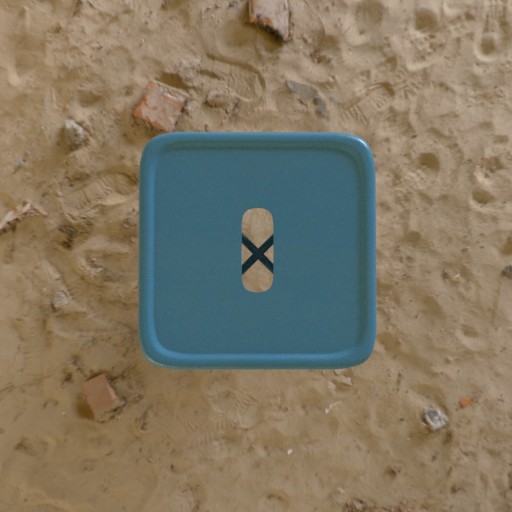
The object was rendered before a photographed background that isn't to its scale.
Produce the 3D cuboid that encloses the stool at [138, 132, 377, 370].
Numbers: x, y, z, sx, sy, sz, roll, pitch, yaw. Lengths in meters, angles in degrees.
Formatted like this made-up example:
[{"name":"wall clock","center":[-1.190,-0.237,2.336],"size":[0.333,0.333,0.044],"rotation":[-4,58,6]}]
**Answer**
[{"name":"stool","center":[0.000,0.000,0.870],"size":[0.410,0.608,0.410],"rotation":[0,89,0]}]
